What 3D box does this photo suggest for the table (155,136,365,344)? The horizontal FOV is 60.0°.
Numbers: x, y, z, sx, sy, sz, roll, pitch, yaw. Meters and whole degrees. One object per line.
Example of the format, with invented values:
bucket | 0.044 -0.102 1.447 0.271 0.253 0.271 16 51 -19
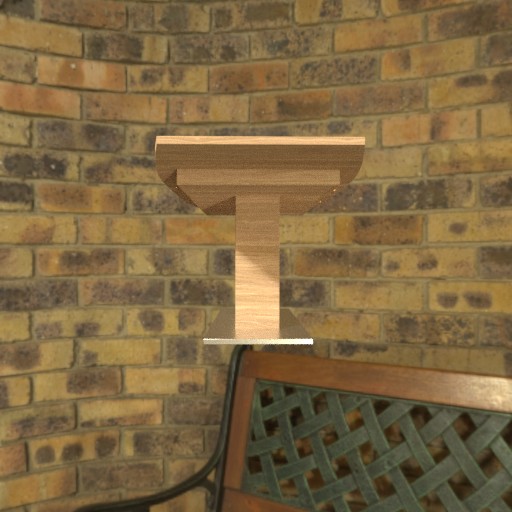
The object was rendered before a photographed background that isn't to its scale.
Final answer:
table | 0.000 0.000 2.429 0.900 0.750 2.032 0 0 -1
